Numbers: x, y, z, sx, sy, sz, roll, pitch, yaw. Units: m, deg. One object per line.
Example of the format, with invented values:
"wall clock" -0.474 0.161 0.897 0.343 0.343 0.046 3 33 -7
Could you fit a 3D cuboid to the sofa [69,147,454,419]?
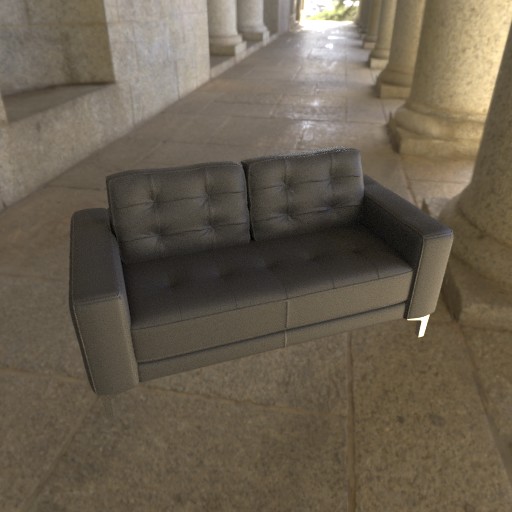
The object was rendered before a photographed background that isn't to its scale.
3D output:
"sofa" 0.000 0.000 2.244 1.726 0.892 0.833 -10 32 -16
